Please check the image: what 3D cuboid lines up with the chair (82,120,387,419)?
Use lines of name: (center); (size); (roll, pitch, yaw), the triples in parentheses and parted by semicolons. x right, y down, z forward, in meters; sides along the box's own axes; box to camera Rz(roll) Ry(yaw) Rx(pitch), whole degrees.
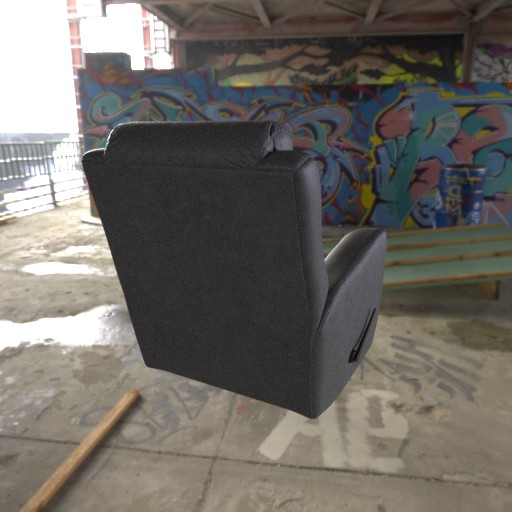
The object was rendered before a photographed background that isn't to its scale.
chair: (0.000, 0.000, 1.942); (0.967, 1.116, 1.068); (8, 18, 27)
